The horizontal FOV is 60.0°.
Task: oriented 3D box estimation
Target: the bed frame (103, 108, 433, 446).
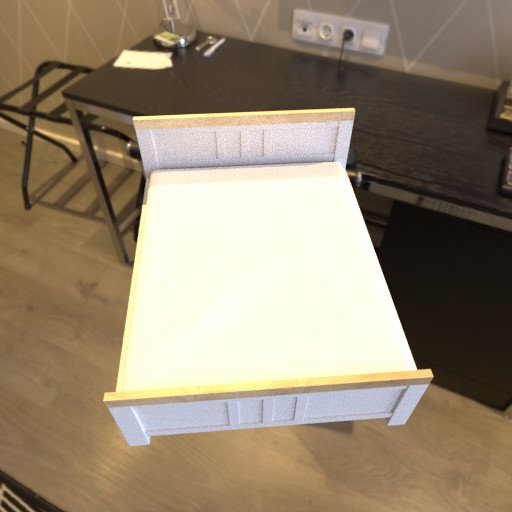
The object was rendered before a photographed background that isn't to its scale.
[{"bbox_3d":[0.000,0.000,3.008,1.670,0.980,2.050,-3,47,-3],"label":"bed frame"}]
